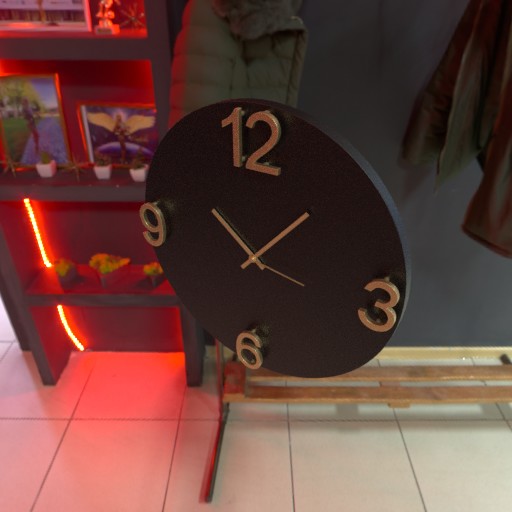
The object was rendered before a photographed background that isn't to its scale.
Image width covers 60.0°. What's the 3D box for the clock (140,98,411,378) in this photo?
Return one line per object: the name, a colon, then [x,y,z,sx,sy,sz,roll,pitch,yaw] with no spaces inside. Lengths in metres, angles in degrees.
clock: [0.000,0.000,0.675,0.454,0.454,0.038,19,37,27]
